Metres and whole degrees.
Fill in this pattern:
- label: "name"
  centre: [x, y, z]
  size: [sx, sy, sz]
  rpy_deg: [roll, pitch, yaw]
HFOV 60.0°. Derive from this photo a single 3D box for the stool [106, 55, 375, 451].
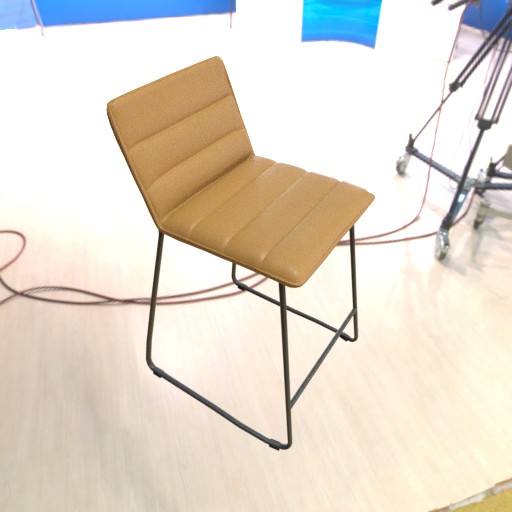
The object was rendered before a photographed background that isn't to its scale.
- label: "stool"
  centre: [0.000, 0.000, 1.190]
  size: [0.524, 0.866, 0.489]
  rpy_deg: [23, 46, 25]
